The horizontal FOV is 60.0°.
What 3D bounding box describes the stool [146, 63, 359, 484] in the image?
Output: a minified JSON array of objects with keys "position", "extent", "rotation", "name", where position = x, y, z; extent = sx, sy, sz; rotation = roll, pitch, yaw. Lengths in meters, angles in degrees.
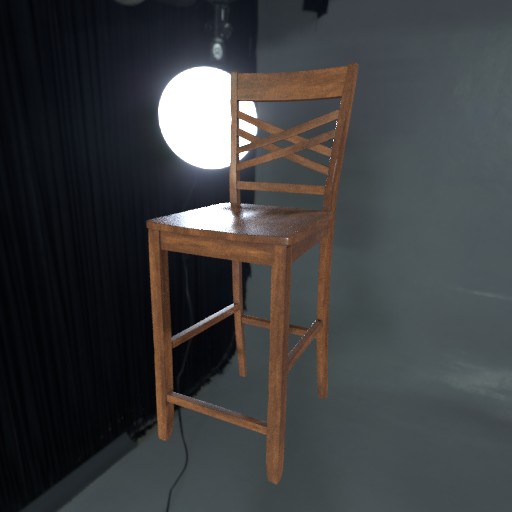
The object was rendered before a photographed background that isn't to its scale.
[{"position":[0.000,0.000,1.326],"extent":[0.426,1.098,0.504],"rotation":[8,17,27],"name":"stool"}]
